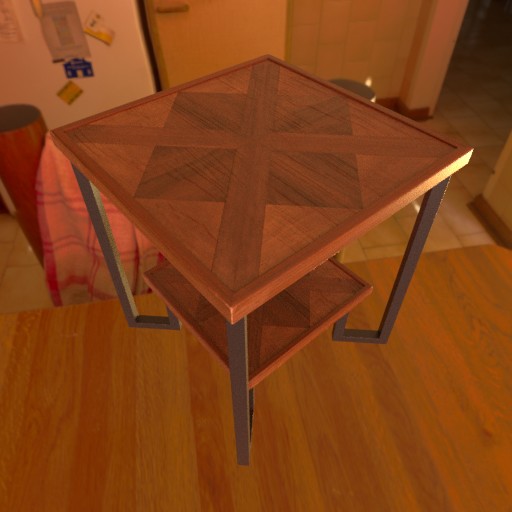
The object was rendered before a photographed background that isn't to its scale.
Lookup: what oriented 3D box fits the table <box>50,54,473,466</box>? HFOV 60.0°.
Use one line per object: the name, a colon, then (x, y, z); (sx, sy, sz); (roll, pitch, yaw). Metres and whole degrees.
table: (0.000, 0.000, 0.941); (0.503, 0.563, 0.503); (-32, 54, -27)
